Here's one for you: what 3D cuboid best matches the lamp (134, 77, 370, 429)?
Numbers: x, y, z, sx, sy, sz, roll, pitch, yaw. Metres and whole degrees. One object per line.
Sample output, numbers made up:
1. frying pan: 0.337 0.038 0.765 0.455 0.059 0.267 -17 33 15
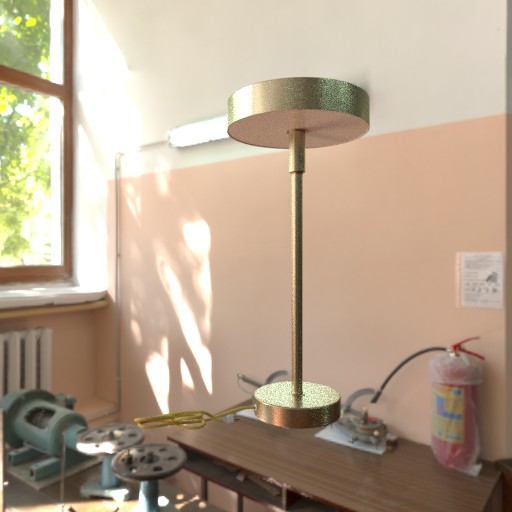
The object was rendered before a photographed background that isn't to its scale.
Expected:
1. lamp: 0.000 0.000 0.698 0.369 0.508 0.229 0 0 -18
